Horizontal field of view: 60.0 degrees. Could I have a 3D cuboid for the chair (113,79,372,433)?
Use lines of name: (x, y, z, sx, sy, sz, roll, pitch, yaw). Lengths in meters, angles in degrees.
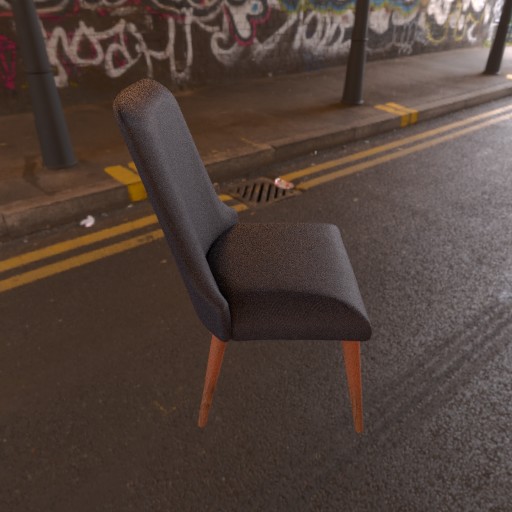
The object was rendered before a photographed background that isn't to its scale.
chair: (0.000, 0.000, 1.140, 0.567, 0.820, 0.504, 0, 31, 0)
